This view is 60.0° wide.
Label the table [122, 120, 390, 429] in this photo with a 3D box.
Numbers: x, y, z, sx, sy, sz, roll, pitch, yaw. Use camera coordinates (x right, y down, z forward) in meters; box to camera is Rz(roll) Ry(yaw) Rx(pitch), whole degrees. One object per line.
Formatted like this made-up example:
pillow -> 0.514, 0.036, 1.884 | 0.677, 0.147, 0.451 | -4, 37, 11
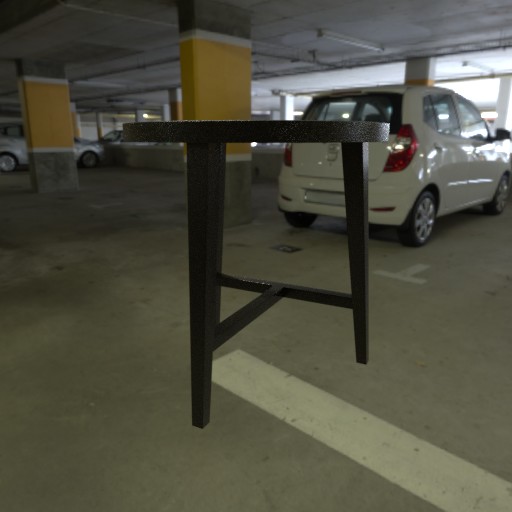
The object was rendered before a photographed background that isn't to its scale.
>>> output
table -> 0.000, 0.000, 0.933 | 0.500, 0.531, 0.500 | 0, 15, 0
